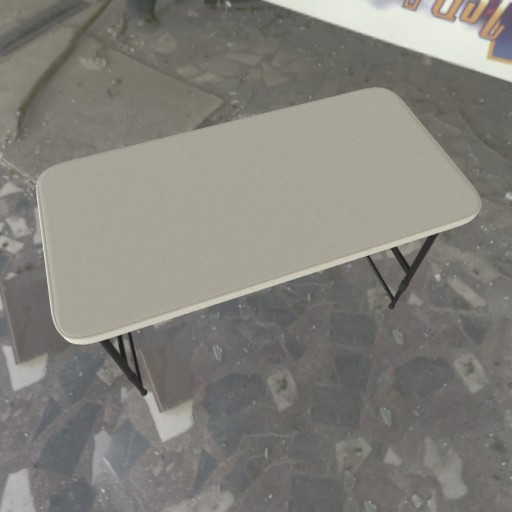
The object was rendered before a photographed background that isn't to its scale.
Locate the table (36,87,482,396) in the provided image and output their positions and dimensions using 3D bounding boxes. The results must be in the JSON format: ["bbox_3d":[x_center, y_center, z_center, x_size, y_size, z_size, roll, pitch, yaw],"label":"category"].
[{"bbox_3d":[0.000,0.000,1.614,1.219,0.737,0.610,-17,59,-11],"label":"table"}]
